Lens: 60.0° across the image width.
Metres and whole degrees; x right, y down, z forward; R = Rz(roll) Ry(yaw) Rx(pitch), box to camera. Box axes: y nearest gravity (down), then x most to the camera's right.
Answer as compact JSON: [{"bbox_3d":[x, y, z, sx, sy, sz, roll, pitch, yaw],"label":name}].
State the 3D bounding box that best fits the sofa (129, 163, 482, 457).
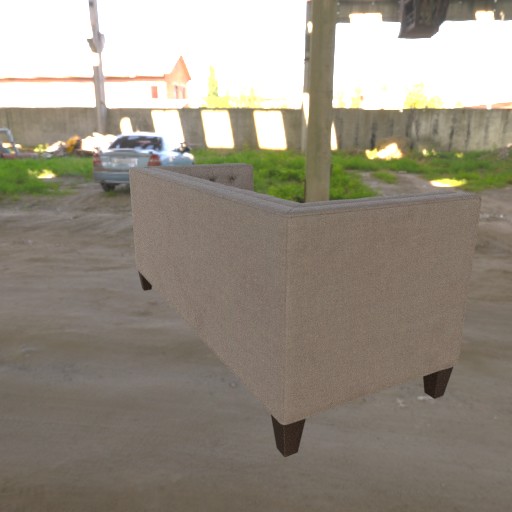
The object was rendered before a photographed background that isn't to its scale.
[{"bbox_3d":[0.000,0.000,2.150,0.775,0.762,1.778,-8,18,-27],"label":"sofa"}]
